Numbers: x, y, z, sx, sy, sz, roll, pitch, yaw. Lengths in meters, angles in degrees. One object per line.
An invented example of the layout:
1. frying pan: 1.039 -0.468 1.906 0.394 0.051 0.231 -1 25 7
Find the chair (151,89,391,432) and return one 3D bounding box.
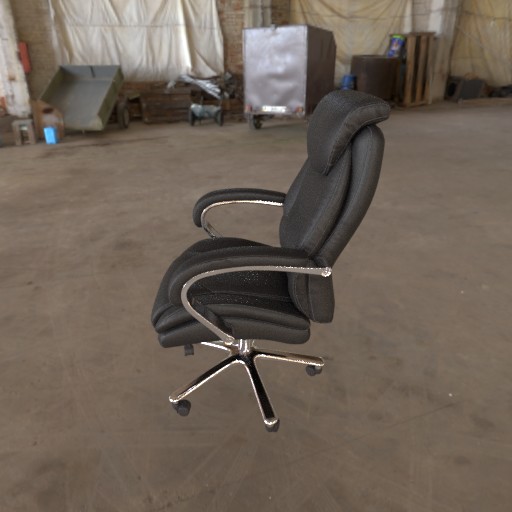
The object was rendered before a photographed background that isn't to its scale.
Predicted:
1. chair: 0.000 0.000 1.706 0.790 1.183 0.755 -1 25 -1
